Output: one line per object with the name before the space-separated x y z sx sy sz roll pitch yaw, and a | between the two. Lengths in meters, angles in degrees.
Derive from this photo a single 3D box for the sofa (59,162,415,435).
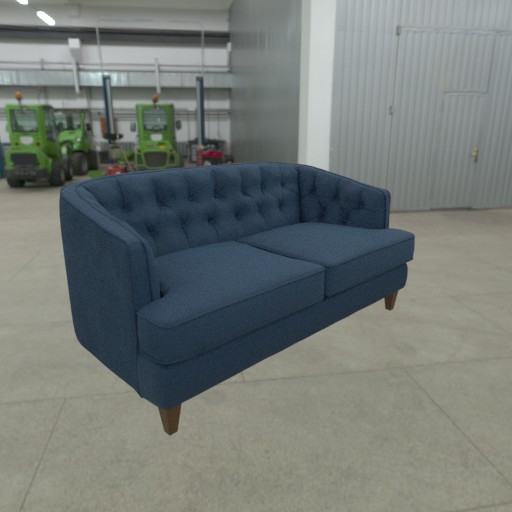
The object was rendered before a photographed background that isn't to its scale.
sofa | 0.000 0.000 2.268 1.733 0.854 0.941 -16 23 -43
